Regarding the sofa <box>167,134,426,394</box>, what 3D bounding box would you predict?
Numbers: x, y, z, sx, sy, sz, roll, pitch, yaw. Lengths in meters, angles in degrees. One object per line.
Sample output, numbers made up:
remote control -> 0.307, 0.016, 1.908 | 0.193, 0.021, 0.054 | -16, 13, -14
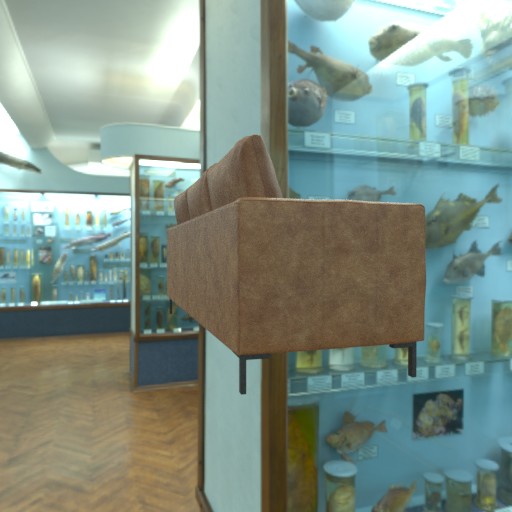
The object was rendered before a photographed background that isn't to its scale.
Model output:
sofa -> 0.000, 0.000, 2.432 | 0.748, 0.863, 2.029 | 0, 1, -18
